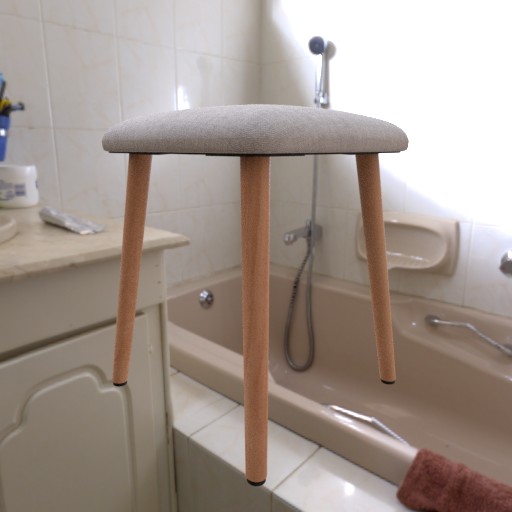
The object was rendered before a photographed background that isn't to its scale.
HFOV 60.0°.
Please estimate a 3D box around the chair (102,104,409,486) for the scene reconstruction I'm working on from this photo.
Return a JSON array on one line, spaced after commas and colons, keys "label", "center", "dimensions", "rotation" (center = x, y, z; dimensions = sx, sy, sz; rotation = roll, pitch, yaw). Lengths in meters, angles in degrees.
[{"label": "chair", "center": [0.000, 0.000, 0.699], "dimensions": [0.350, 0.440, 0.350], "rotation": [13, 19, 43]}]
